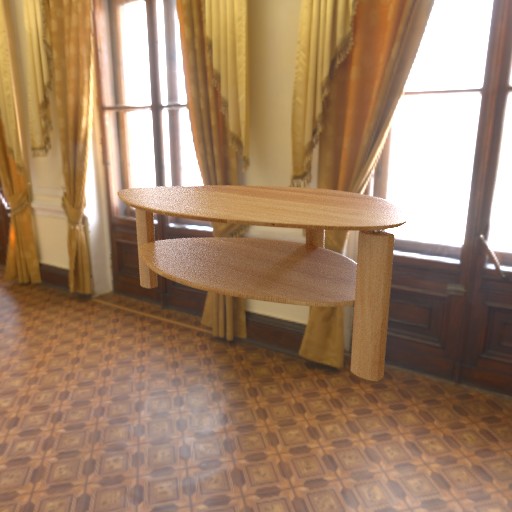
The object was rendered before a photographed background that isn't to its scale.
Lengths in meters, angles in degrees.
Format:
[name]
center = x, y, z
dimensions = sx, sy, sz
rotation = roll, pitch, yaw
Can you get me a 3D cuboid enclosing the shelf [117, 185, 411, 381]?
[shelf]
center = 0.000, 0.000, 1.667
dimensions = 1.246, 0.440, 0.845
rotation = 14, 20, 43
